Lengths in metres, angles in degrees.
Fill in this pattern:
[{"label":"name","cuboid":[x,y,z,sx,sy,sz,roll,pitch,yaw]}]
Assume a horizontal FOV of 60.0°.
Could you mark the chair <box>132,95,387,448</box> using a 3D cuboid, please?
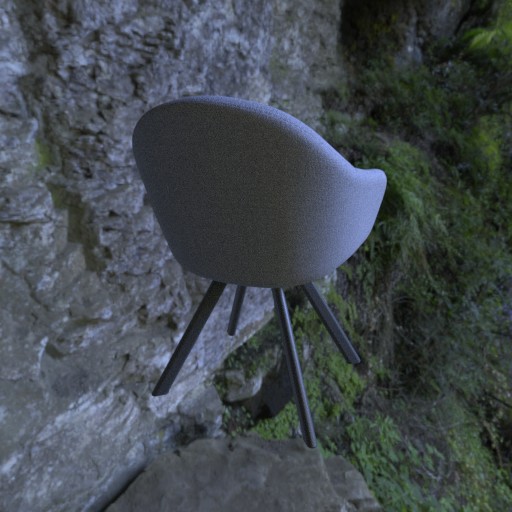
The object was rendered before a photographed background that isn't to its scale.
[{"label":"chair","cuboid":[0.000,0.000,1.194,0.590,0.795,0.550,8,19,25]}]
